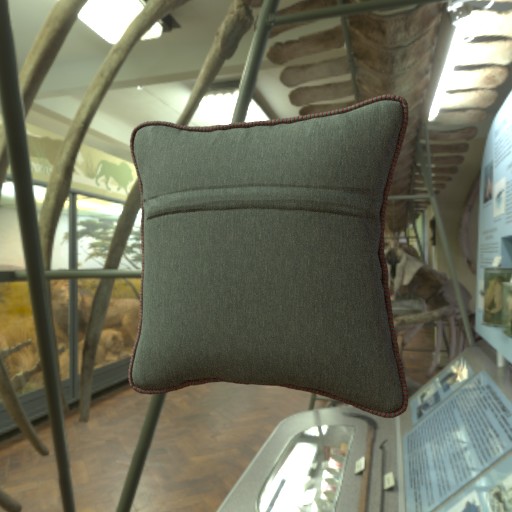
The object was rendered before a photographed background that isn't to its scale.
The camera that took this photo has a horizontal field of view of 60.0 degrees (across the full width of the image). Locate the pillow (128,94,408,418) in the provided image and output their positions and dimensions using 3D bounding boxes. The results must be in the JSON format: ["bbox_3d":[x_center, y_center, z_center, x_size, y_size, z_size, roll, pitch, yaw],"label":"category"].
[{"bbox_3d":[0.000,0.000,0.737,0.482,0.491,0.124,0,-1,17],"label":"pillow"}]
